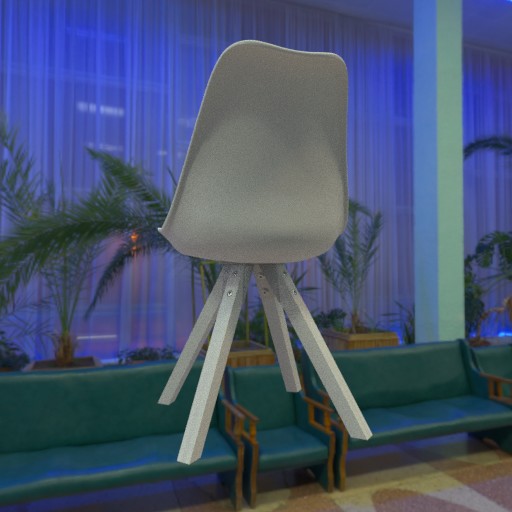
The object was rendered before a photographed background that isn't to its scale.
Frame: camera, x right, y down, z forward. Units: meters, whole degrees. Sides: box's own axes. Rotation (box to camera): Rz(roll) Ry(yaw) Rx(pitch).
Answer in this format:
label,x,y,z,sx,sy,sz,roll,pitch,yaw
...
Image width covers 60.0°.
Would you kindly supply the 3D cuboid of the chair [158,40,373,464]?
label,x,y,z,sx,sy,sz,roll,pitch,yaw
chair,0.000,0.000,1.148,0.485,0.850,0.550,0,-2,-18
